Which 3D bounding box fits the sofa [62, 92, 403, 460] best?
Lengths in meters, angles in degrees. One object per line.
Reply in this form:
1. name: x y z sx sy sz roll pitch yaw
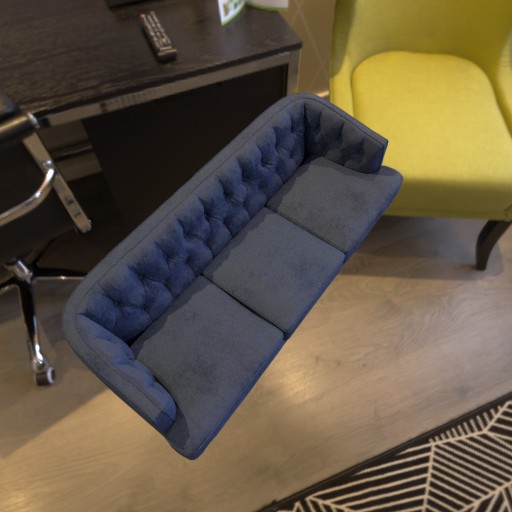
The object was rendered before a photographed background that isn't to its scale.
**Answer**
1. sofa: 0.000 0.000 2.774 0.941 0.855 2.278 33 64 18
